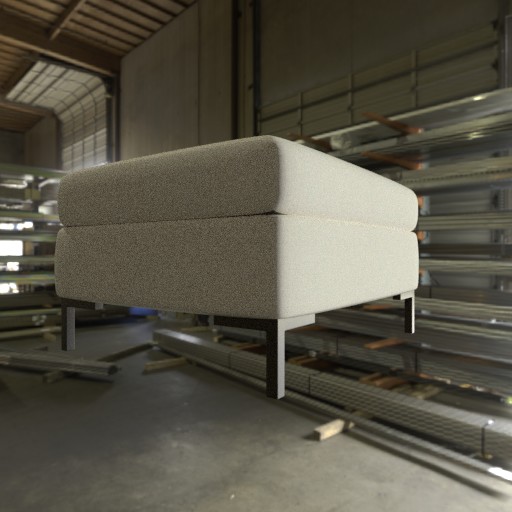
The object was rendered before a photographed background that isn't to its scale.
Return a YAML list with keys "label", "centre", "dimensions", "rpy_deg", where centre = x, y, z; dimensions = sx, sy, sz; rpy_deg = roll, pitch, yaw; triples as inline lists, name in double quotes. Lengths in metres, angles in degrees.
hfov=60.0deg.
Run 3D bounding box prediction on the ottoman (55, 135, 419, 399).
- label: "ottoman"
  centre: [0.000, 0.000, 1.183]
  dimensions: [0.657, 0.453, 0.794]
  rpy_deg: [0, 0, 36]
